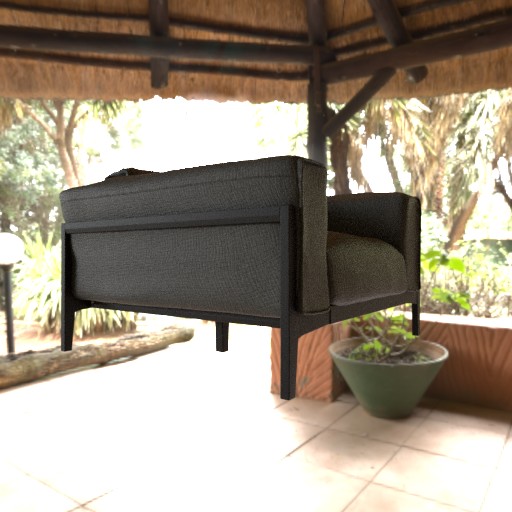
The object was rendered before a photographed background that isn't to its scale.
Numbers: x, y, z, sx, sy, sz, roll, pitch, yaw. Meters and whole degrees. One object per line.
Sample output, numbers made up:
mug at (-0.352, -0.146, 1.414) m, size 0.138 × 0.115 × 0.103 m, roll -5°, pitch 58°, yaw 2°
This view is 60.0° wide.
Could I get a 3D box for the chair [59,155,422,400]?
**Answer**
chair at (0.000, 0.000, 1.665) m, size 0.969 × 0.646 × 1.056 m, roll 0°, pitch 0°, yaw 36°
